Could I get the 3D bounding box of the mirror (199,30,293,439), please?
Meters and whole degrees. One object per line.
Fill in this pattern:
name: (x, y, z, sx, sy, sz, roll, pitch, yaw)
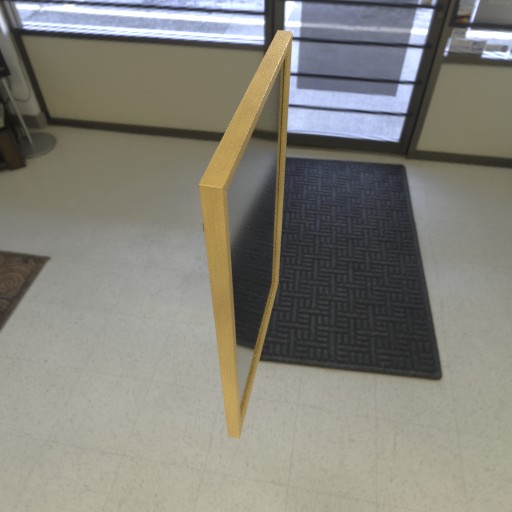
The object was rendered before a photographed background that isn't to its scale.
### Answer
mirror: (0.000, 0.000, 1.169, 0.040, 0.915, 0.609, 9, 47, 9)
